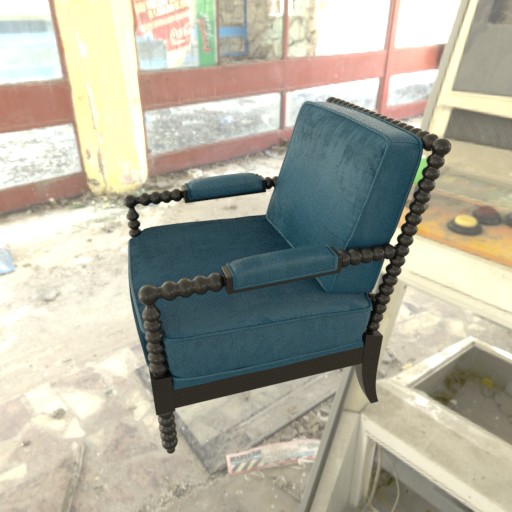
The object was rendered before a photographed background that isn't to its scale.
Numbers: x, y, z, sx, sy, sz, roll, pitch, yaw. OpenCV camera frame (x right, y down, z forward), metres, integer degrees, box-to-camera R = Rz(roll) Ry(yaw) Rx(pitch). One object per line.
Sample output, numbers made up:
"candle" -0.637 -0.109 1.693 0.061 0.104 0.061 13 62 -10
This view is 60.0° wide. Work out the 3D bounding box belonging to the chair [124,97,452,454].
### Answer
"chair" 0.000 0.000 1.421 0.805 0.857 0.688 -9 31 -15
